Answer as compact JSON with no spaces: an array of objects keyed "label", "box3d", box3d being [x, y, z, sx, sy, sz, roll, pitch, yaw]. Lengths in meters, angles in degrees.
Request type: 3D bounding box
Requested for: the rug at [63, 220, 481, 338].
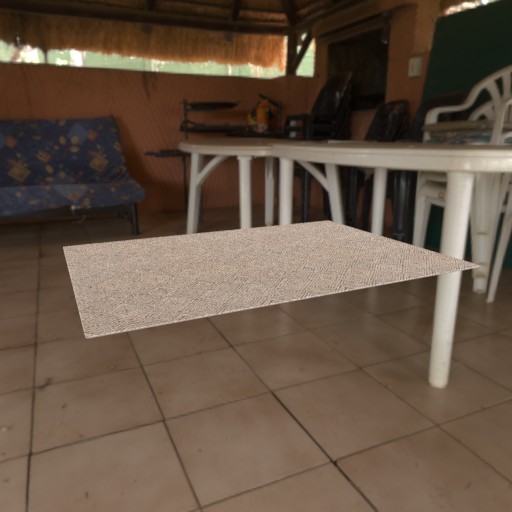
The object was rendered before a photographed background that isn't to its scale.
[{"label":"rug","box3d":[0.000,0.000,2.887,2.238,0.008,1.593,-7,17,-25]}]
